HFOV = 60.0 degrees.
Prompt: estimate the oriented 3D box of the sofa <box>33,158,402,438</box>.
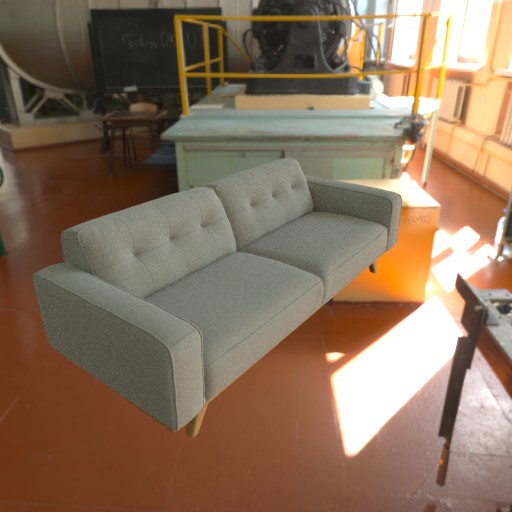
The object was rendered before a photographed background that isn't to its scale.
[{"bbox_3d":[0.000,0.000,2.672,0.956,0.781,2.270,18,31,33],"label":"sofa"}]
